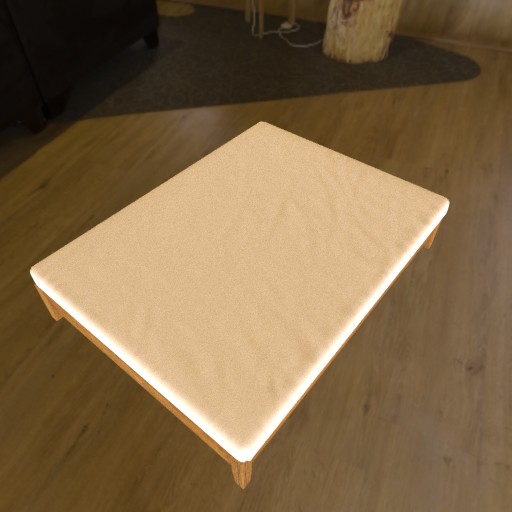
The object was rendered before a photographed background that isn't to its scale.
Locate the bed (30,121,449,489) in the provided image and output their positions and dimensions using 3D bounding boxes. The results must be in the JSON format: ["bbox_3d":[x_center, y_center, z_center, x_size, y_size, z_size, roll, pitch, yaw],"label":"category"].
[{"bbox_3d":[0.000,0.000,2.718,1.536,0.431,2.016,31,54,26],"label":"bed"}]
